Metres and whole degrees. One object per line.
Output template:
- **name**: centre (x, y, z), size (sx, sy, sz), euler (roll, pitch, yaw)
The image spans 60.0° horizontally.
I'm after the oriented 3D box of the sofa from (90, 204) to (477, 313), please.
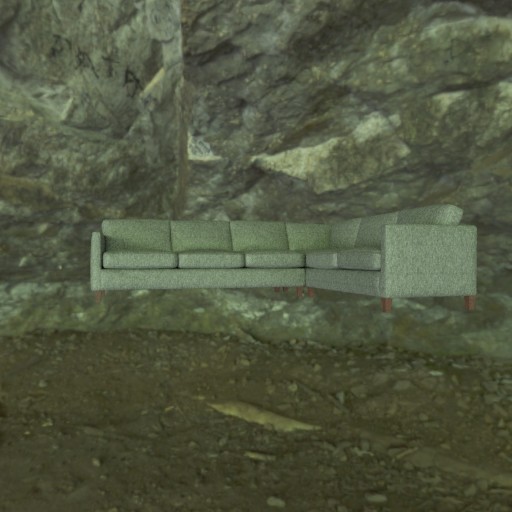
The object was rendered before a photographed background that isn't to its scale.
- **sofa**: centre (0.000, 0.000, 4.594), size (3.302, 0.947, 2.593), euler (0, -1, -16)
